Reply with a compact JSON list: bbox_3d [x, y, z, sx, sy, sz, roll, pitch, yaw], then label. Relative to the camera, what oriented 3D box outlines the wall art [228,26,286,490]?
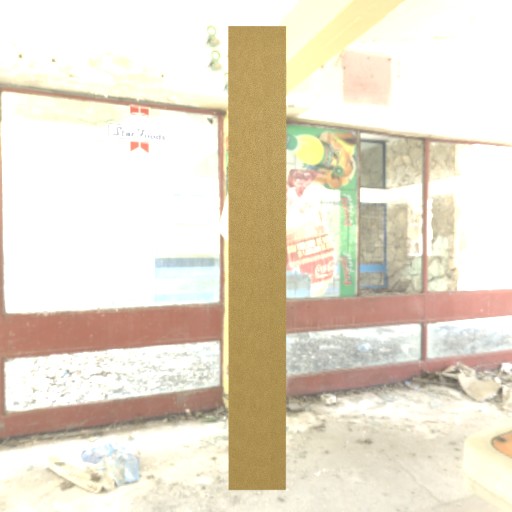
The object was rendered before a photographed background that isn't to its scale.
[{"bbox_3d":[0.000,0.000,0.443,0.038,0.305,0.304,0,1,0],"label":"wall art"}]
